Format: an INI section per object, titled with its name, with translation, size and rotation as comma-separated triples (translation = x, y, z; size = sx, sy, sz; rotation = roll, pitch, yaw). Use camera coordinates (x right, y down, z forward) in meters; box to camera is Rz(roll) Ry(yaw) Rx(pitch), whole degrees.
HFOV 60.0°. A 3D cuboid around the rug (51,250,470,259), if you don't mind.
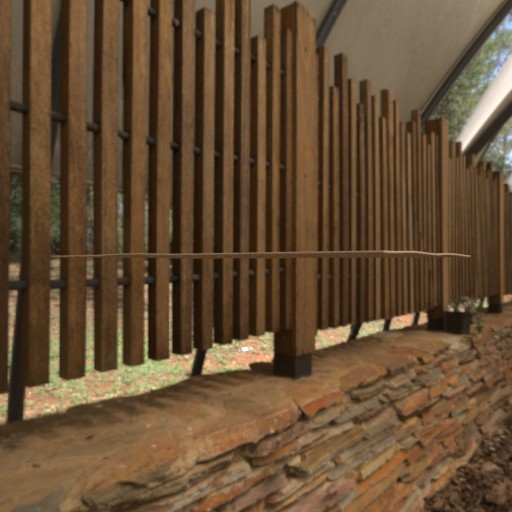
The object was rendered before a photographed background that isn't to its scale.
[rug]
translation = 0.000, 0.000, 2.322
size = 1.829, 0.013, 1.220
rotation = -1, -1, 36
